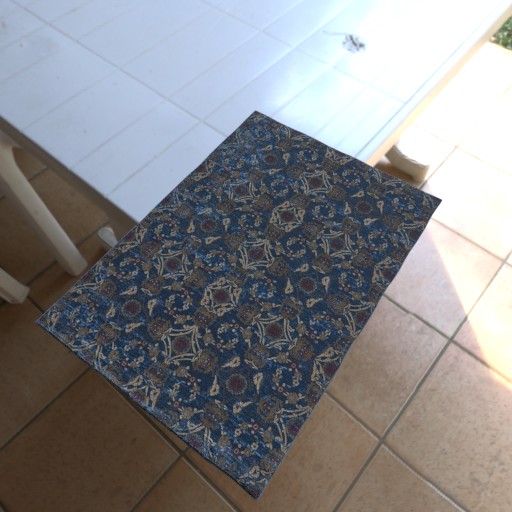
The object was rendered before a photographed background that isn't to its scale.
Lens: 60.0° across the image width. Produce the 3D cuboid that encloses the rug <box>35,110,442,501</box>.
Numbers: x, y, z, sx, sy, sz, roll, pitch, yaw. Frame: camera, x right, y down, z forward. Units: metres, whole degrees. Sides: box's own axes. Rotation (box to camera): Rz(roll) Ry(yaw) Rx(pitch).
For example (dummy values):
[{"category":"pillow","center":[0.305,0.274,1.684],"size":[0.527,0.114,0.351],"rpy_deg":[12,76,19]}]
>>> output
[{"category":"rug","center":[0.000,0.000,2.791],"size":[1.567,0.014,2.207],"rpy_deg":[31,63,18]}]
